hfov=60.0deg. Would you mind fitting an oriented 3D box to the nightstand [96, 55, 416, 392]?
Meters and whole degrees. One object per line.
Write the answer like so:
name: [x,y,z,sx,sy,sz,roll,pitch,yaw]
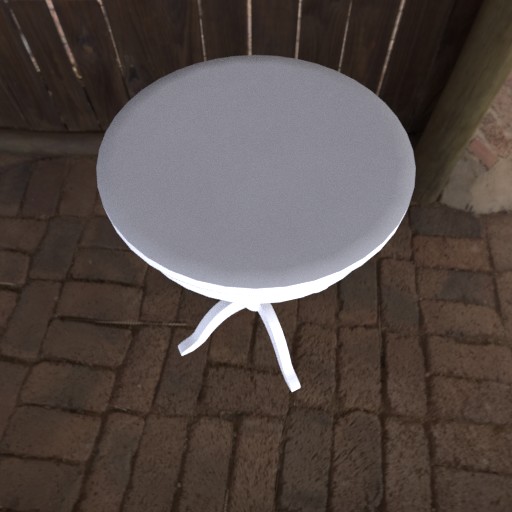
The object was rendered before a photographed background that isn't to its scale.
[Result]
nightstand: [0.000,0.000,1.000,0.513,0.653,0.513,-15,59,-9]
